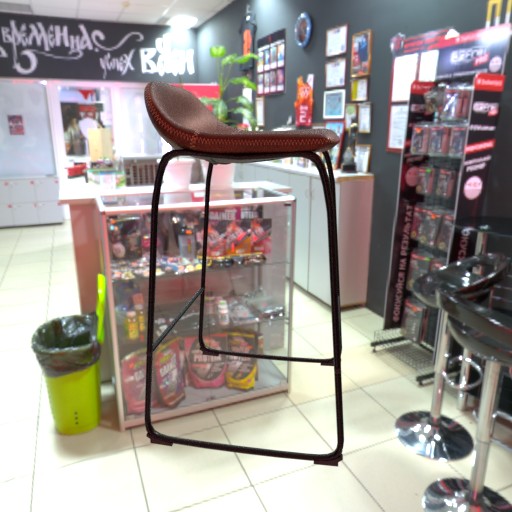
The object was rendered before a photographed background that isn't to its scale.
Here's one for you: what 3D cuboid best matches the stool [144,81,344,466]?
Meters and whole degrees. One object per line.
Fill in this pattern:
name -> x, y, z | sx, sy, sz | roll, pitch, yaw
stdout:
stool -> 0.000, 0.000, 1.125 | 0.473, 0.830, 0.454 | 3, 17, 10
